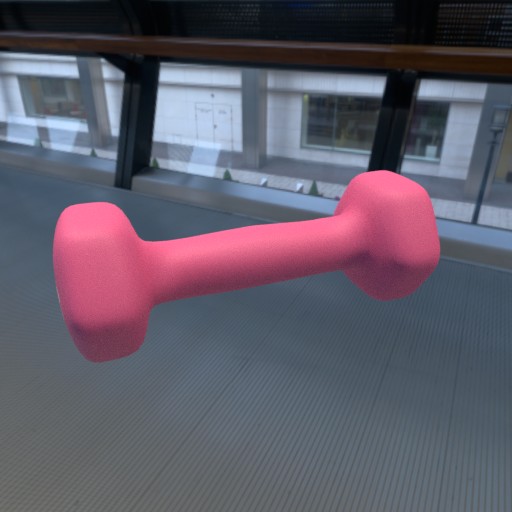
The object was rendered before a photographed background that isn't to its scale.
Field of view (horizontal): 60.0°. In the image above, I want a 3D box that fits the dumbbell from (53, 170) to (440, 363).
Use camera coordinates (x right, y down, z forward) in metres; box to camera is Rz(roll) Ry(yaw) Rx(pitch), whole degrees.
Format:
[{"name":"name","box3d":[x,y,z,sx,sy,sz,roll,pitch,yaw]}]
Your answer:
[{"name":"dumbbell","box3d":[0.000,0.000,0.177,0.146,0.053,0.058,-9,28,-17]}]
